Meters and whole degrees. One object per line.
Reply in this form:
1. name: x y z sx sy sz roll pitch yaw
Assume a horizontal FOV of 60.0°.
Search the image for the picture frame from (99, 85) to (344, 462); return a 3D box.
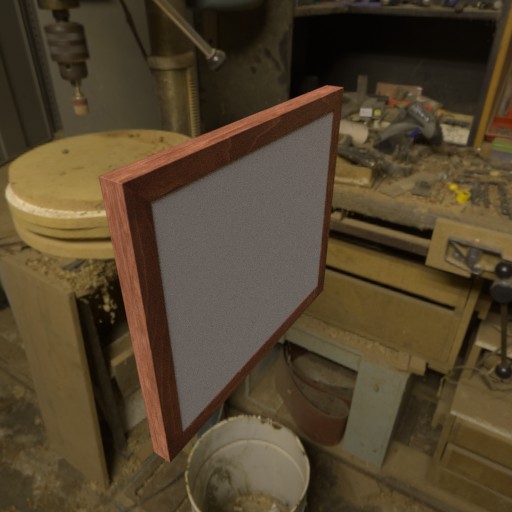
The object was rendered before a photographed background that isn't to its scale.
1. picture frame: 0.000 0.000 0.541 0.025 0.330 0.381 19 37 28
